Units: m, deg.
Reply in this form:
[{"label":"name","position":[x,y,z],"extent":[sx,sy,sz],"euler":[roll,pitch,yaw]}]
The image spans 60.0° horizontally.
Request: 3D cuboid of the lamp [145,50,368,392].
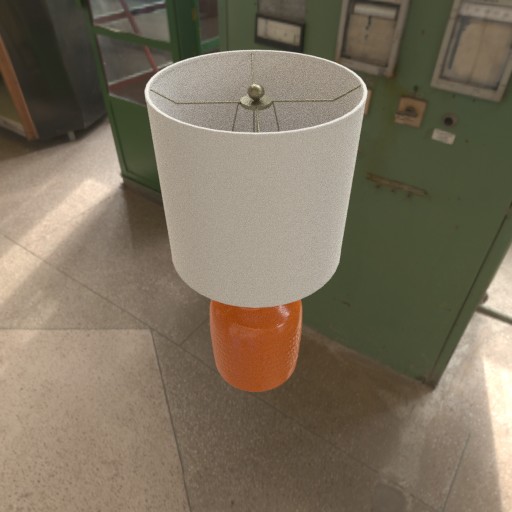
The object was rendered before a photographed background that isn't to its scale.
[{"label":"lamp","position":[0.000,0.000,1.131],"extent":[0.418,0.871,0.418],"euler":[26,48,26]}]
